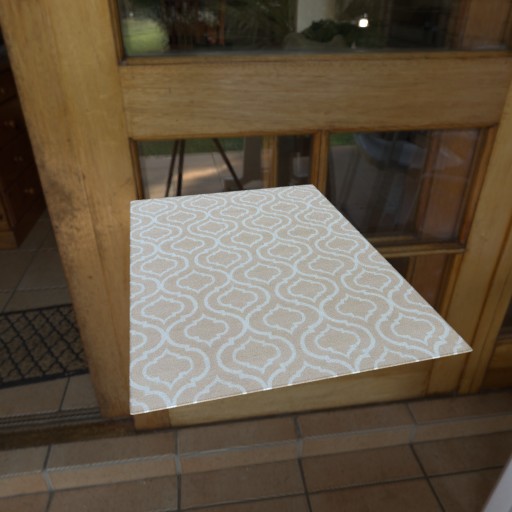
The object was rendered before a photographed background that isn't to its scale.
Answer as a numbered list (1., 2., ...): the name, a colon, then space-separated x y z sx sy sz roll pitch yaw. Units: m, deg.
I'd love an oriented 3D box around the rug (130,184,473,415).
1. rug: 0.000 0.000 2.761 1.524 0.010 2.134 -7 31 -12
